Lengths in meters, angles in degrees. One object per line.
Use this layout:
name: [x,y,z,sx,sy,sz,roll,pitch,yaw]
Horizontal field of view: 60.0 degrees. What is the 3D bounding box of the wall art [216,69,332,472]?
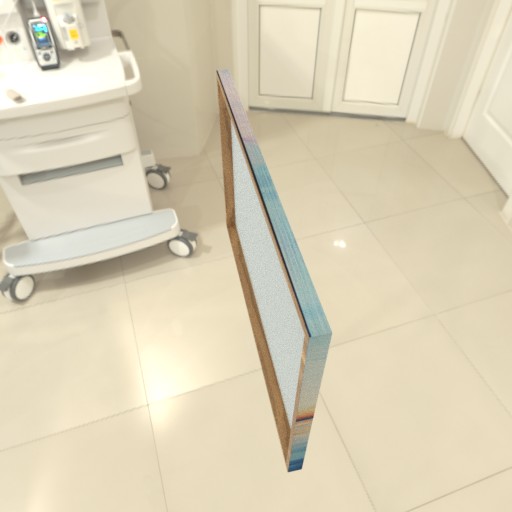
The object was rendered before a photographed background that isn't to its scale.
wall art: [0.000,0.000,1.180,0.037,0.605,0.911,-9,47,-8]
